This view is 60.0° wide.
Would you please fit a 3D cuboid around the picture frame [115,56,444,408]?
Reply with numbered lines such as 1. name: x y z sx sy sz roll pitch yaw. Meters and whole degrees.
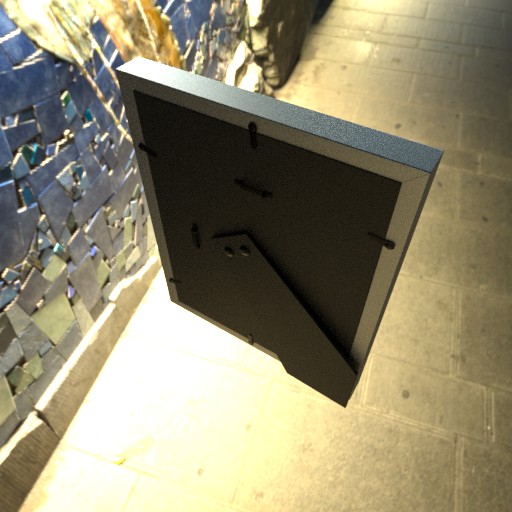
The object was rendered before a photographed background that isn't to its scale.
1. picture frame: 0.000 0.000 0.389 0.233 0.282 0.036 25 52 21
